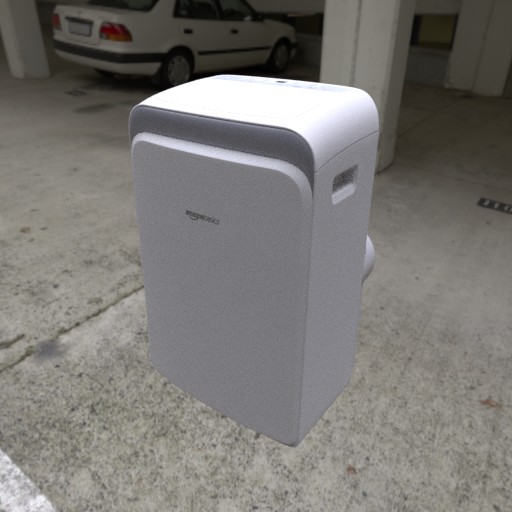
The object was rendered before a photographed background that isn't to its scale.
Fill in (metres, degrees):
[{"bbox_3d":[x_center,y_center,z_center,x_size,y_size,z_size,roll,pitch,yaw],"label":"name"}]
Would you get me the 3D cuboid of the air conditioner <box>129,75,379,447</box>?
[{"bbox_3d":[0.000,0.000,0.974,0.454,0.700,0.365,19,35,30],"label":"air conditioner"}]
